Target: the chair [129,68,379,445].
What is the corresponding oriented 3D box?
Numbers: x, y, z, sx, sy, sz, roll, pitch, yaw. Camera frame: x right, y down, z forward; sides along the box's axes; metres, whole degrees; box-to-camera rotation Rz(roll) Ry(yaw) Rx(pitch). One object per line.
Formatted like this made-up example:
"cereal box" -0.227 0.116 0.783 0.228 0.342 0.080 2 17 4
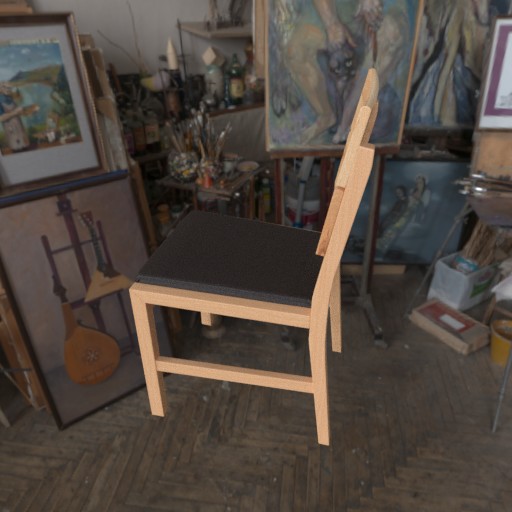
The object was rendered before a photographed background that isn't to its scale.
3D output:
"chair" 0.000 0.000 1.259 0.560 0.950 0.475 8 32 12
